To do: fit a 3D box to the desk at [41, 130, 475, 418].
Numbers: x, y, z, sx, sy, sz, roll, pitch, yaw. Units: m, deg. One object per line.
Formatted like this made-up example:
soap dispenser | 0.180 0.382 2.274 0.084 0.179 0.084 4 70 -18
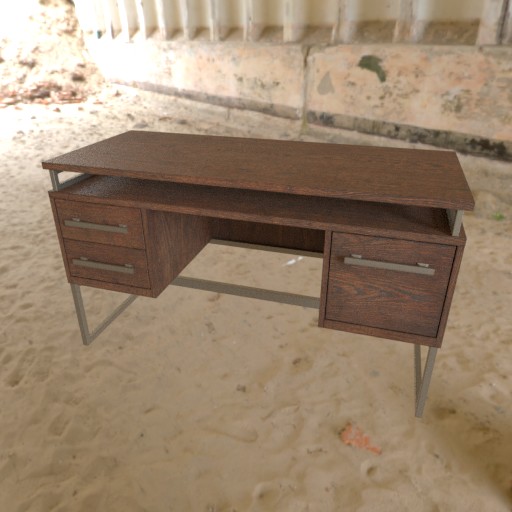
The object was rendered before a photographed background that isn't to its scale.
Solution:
desk | 0.000 0.000 1.768 1.384 0.792 0.610 8 28 15
